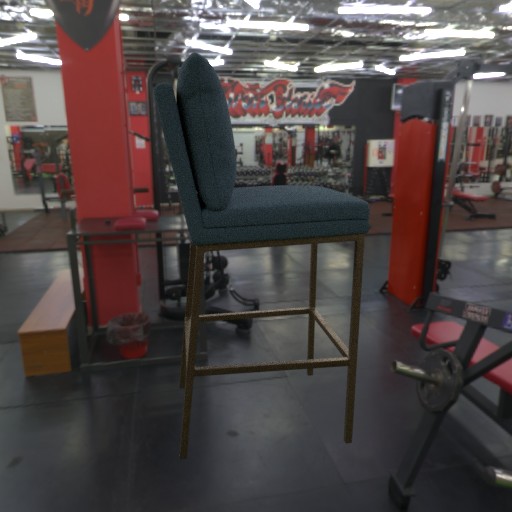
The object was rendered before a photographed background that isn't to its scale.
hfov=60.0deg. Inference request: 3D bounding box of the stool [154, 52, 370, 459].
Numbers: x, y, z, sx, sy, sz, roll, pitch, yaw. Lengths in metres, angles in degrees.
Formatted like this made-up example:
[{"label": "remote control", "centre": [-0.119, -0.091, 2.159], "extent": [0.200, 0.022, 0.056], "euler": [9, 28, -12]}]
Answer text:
[{"label": "stool", "centre": [0.000, 0.000, 1.424], "extent": [0.568, 1.124, 0.463], "euler": [-2, 14, -9]}]
